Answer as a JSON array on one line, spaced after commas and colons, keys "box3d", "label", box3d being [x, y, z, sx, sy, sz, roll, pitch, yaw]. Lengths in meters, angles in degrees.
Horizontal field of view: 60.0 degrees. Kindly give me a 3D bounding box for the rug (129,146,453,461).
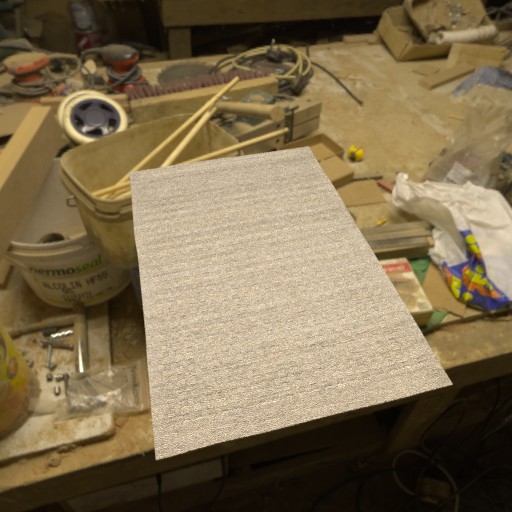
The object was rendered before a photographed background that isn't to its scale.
[{"box3d": [0.000, 0.000, 2.932, 1.532, 0.018, 2.297, -10, 48, -10], "label": "rug"}]
